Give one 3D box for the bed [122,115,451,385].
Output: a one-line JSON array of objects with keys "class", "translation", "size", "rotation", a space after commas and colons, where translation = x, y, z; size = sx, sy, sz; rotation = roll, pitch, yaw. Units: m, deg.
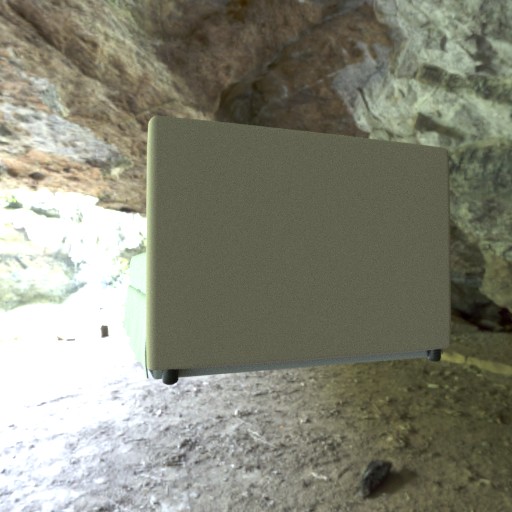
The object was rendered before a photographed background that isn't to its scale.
[{"class": "bed", "translation": [0.000, 0.000, 3.414], "size": [1.884, 1.330, 2.142], "rotation": [1, -2, -19]}]
